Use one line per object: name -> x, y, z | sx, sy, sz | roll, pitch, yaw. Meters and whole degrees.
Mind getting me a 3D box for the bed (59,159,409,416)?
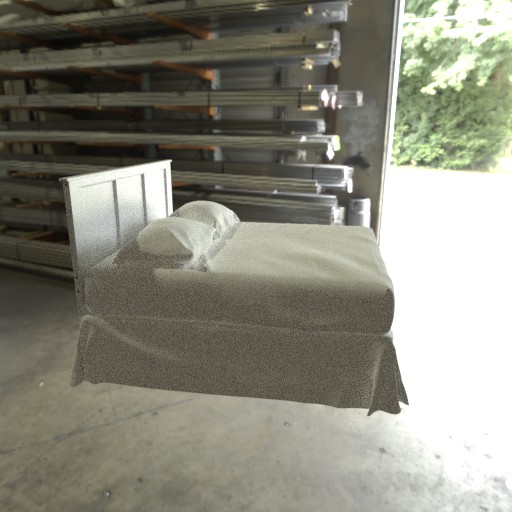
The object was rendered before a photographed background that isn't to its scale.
bed -> 0.000, 0.000, 3.279 | 2.047, 1.269, 1.876 | 3, 16, 10
